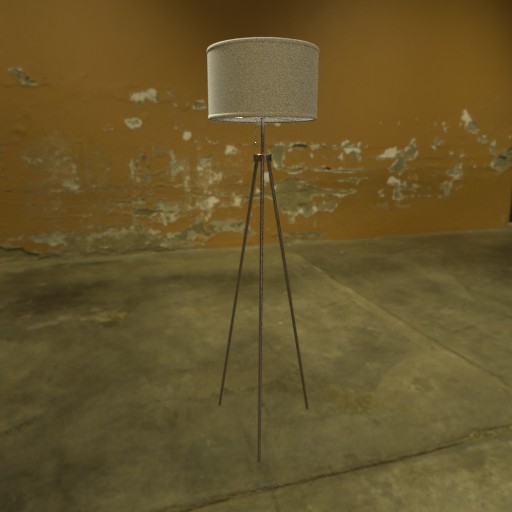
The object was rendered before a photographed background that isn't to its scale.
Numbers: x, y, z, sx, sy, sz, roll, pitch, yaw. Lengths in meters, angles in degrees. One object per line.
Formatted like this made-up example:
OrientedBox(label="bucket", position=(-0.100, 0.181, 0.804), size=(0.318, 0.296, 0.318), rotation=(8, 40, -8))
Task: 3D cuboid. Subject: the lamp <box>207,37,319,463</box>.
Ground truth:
OrientedBox(label="lamp", position=(0.000, 0.000, 1.805), size=(0.458, 1.545, 0.448), rotation=(7, 15, 27))
